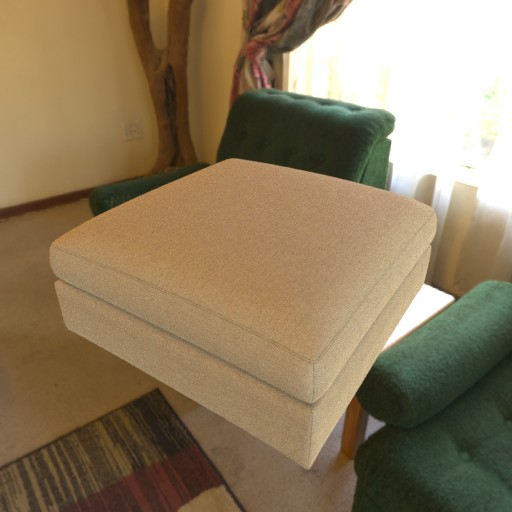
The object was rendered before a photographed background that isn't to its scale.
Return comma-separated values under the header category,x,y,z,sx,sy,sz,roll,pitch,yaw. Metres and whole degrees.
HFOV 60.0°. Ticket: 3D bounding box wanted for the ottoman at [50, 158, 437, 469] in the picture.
category,x,y,z,sx,sy,sz,roll,pitch,yaw
ottoman,0.000,0.000,1.642,1.041,0.470,1.041,19,35,29
